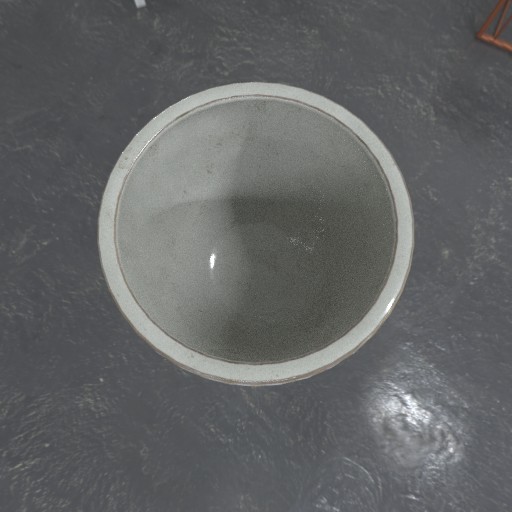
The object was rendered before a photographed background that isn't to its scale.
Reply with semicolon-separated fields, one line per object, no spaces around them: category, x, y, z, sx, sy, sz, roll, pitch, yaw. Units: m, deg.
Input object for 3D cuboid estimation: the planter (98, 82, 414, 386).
planter;0.000;0.000;0.253;0.139;0.130;0.139;0;76;0
